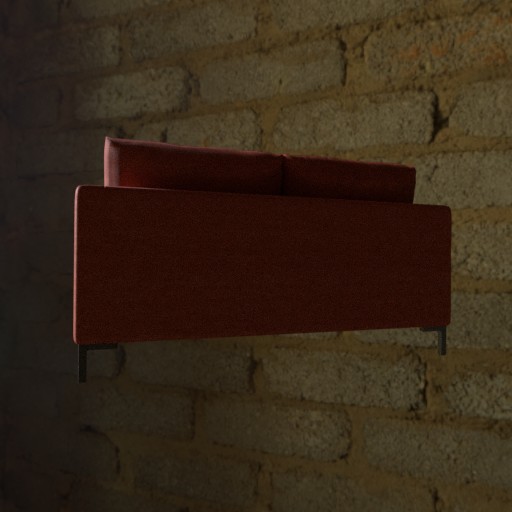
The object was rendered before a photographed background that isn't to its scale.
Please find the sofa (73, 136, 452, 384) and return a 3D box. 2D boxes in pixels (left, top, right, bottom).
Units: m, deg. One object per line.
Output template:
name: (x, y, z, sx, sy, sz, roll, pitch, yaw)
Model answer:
sofa: (0.000, 0.000, 2.118, 1.574, 0.896, 0.864, 0, 1, -19)
